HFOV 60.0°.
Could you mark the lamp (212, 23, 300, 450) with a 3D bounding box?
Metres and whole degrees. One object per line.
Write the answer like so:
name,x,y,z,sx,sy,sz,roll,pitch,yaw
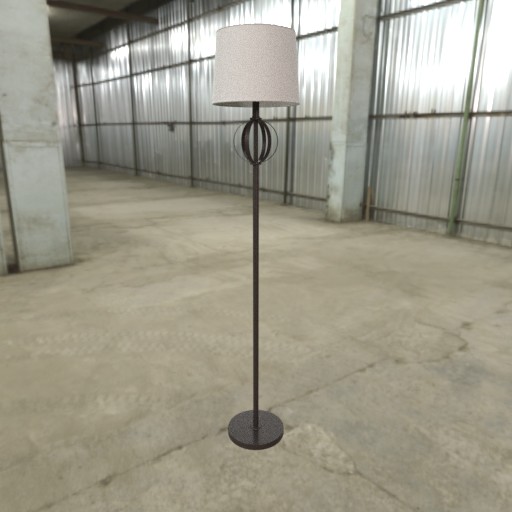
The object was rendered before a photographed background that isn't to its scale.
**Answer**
lamp,0.000,0.000,1.594,0.286,1.462,0.286,-2,15,-9
